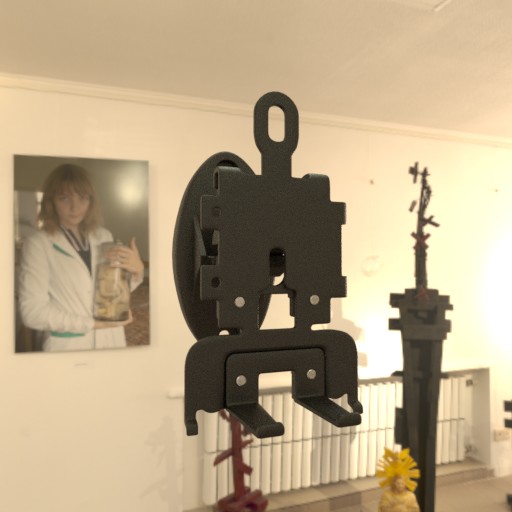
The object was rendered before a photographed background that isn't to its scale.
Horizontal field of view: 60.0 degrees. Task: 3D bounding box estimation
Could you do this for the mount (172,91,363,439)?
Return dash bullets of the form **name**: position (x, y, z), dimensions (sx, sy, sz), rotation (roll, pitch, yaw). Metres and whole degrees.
- **mount**: position (0.000, 0.000, 0.180), dimensions (0.066, 0.118, 0.100), rotation (1, -1, -20)
